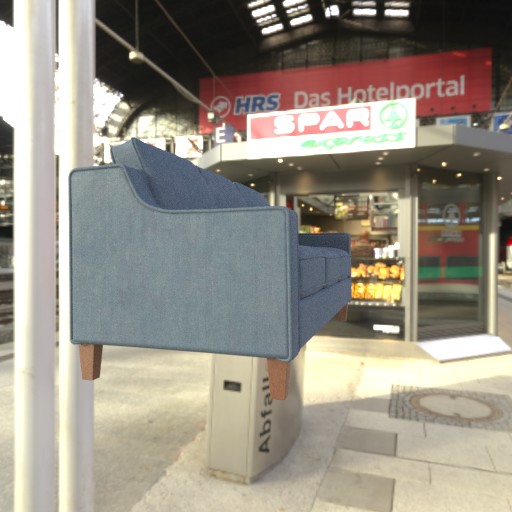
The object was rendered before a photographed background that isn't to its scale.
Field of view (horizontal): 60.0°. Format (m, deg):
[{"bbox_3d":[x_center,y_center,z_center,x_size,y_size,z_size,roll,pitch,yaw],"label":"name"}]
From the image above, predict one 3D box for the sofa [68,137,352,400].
[{"bbox_3d":[0.000,0.000,2.535,0.911,0.974,1.986,0,0,18],"label":"sofa"}]
